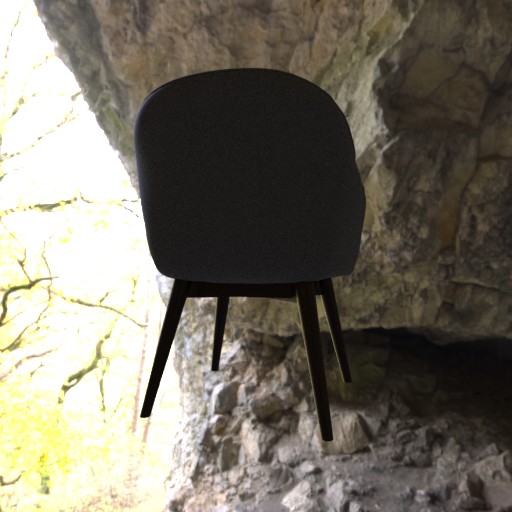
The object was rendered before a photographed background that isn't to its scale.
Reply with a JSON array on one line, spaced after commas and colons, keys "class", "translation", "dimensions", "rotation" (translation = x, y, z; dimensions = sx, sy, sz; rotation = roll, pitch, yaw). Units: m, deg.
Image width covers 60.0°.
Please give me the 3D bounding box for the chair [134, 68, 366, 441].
[{"class": "chair", "translation": [0.000, 0.000, 1.248], "dimensions": [0.589, 0.810, 0.611], "rotation": [0, 1, 17]}]
